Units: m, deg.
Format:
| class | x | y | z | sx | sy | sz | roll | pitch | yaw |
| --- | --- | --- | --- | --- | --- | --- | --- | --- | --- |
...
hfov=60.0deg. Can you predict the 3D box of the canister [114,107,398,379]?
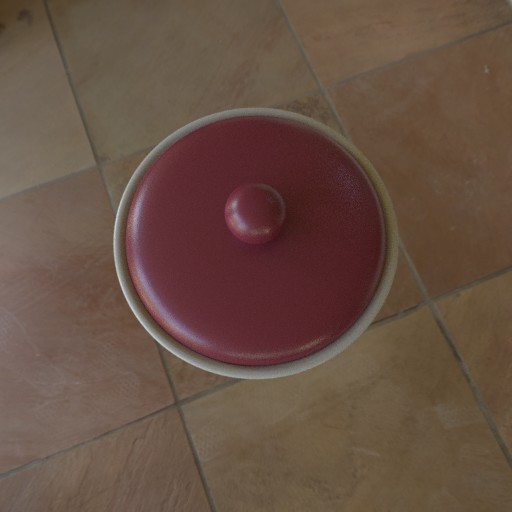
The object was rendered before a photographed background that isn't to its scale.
| class | x | y | z | sx | sy | sz | roll | pitch | yaw |
| --- | --- | --- | --- | --- | --- | --- | --- | --- | --- |
| canister | 0.000 | 0.000 | 0.338 | 0.181 | 0.211 | 0.181 | 0 | 75 | 0 |
